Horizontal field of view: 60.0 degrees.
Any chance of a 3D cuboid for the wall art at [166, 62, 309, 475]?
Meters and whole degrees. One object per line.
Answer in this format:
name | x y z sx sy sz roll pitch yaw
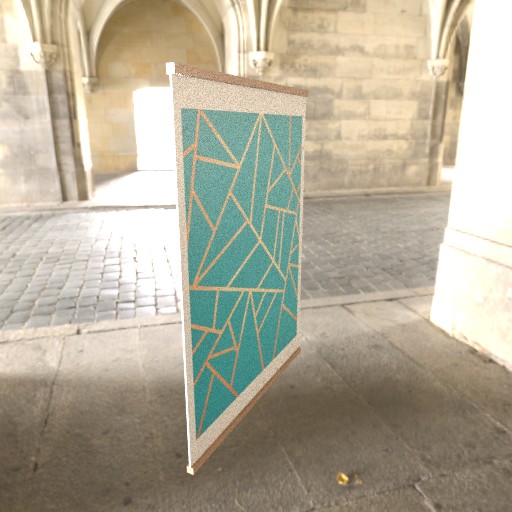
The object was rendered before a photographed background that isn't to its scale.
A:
wall art | 0.000 0.000 0.822 0.012 0.608 0.459 8 18 26
